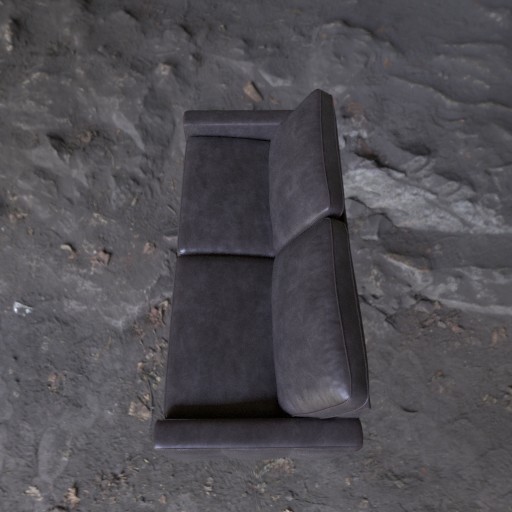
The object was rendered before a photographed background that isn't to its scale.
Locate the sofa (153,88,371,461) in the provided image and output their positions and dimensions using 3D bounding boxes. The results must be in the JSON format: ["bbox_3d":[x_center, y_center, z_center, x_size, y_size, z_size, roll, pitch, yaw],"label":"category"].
[{"bbox_3d":[0.000,0.000,2.522,0.939,0.916,2.081,0,62,0],"label":"sofa"}]
